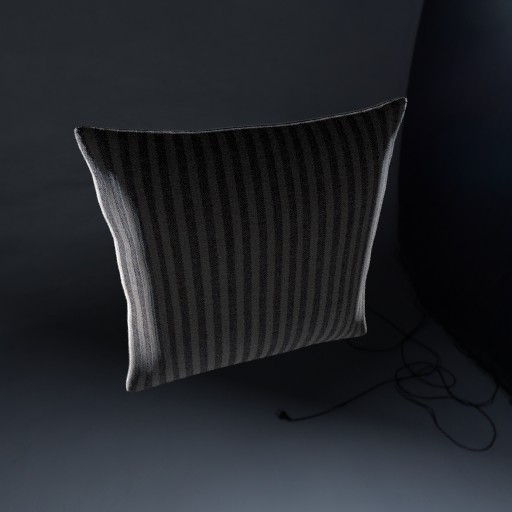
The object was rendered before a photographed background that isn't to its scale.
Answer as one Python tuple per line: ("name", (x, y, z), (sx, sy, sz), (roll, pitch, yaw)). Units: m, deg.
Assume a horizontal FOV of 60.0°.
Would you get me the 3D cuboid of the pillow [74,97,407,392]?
("pillow", (0.000, 0.000, 0.788), (0.523, 0.506, 0.166), (-10, 34, -16))
